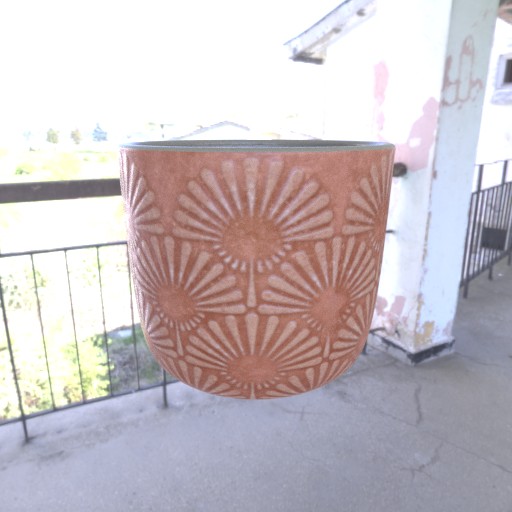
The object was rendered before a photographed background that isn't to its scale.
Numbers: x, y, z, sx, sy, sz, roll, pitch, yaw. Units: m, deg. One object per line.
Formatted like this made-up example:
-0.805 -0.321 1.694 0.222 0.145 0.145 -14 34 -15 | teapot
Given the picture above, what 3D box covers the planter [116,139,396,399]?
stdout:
0.000 0.000 0.220 0.124 0.109 0.124 0 16 0 | planter
